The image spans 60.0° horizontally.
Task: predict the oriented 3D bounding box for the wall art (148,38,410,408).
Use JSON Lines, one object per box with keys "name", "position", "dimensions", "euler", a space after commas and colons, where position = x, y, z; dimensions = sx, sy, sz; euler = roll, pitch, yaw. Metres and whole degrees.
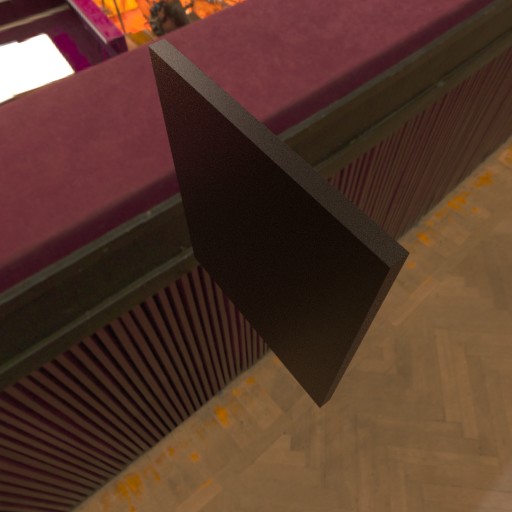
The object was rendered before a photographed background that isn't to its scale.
{"name": "wall art", "position": [0.000, 0.000, 0.763], "dimensions": [0.028, 0.557, 0.457], "euler": [-33, 64, -19]}
